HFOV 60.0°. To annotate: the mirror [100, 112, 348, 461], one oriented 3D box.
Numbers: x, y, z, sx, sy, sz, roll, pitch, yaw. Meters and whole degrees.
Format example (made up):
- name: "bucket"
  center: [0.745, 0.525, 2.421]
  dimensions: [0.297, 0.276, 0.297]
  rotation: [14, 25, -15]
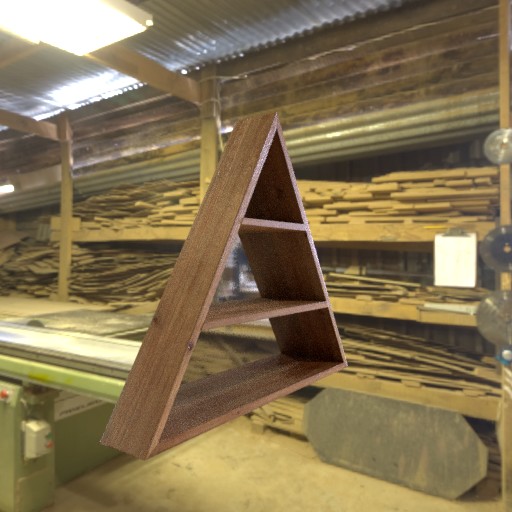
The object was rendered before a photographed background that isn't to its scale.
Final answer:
- name: "mirror"
  center: [0.000, 0.000, 0.870]
  dimensions: [0.100, 0.548, 0.631]
  rotation: [0, 0, 37]
